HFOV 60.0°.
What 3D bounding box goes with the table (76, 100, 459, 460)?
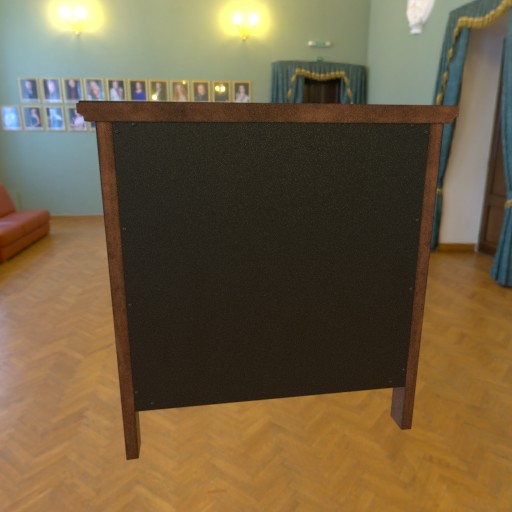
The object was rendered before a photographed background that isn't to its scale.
[{"bbox_3d":[0.000,0.000,0.959,0.586,0.597,0.461,-2,15,-9],"label":"table"}]
